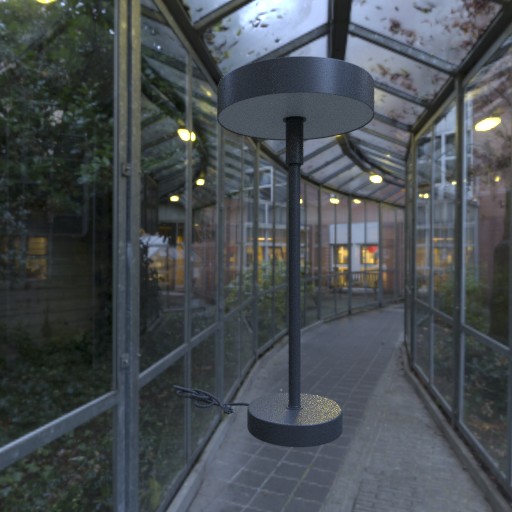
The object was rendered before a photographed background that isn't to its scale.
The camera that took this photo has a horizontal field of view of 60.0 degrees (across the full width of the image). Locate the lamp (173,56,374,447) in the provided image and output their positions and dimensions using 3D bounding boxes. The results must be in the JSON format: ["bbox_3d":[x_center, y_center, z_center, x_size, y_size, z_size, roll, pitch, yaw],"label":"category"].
[{"bbox_3d":[0.000,0.000,0.698,0.369,0.508,0.229,0,0,36],"label":"lamp"}]
